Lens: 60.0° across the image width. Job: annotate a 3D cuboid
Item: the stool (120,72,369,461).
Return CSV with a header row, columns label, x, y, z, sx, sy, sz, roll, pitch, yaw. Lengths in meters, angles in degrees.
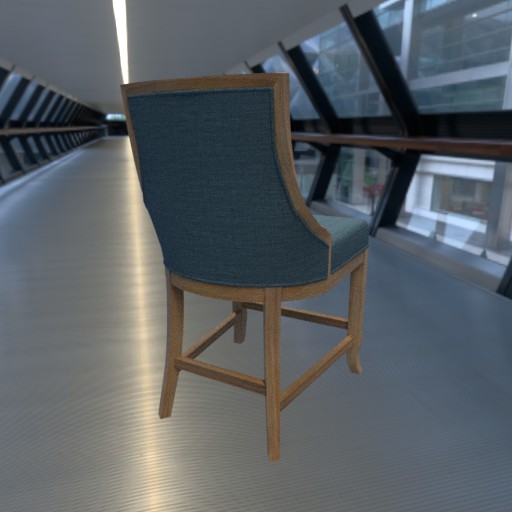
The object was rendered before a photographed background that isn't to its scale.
label,x,y,z,sx,sy,sz,roll,pitch,yaw
stool,0.000,0.000,1.323,0.524,0.938,0.626,8,17,28
